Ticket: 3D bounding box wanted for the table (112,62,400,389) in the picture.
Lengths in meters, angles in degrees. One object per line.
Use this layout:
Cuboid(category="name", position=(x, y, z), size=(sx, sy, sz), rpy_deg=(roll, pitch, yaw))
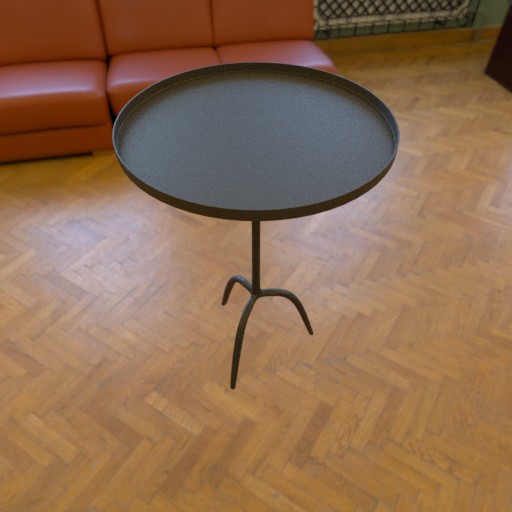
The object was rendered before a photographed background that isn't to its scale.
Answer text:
Cuboid(category="table", position=(0.000, 0.000, 1.044), size=(0.502, 0.700, 0.502), rpy_deg=(-10, 47, -9))
